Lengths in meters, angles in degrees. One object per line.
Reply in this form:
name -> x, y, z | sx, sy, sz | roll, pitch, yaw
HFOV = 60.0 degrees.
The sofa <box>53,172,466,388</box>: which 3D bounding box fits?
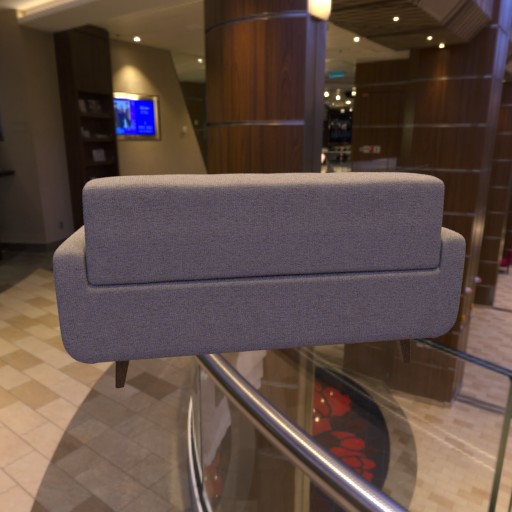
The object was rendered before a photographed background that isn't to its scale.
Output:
sofa -> 0.000, 0.000, 2.167 | 1.631, 0.841, 0.909 | -2, 15, -9
